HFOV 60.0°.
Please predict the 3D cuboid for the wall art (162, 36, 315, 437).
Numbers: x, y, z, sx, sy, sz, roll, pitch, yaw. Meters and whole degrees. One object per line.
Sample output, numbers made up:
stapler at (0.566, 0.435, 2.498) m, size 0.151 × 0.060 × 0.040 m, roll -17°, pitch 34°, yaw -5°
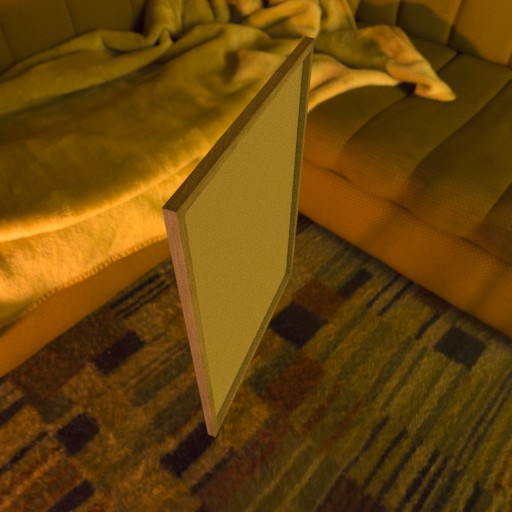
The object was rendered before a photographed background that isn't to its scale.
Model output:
wall art at (0.000, 0.000, 1.371) m, size 0.035 × 1.022 × 0.781 m, roll 17°, pitch 50°, yaw 15°
